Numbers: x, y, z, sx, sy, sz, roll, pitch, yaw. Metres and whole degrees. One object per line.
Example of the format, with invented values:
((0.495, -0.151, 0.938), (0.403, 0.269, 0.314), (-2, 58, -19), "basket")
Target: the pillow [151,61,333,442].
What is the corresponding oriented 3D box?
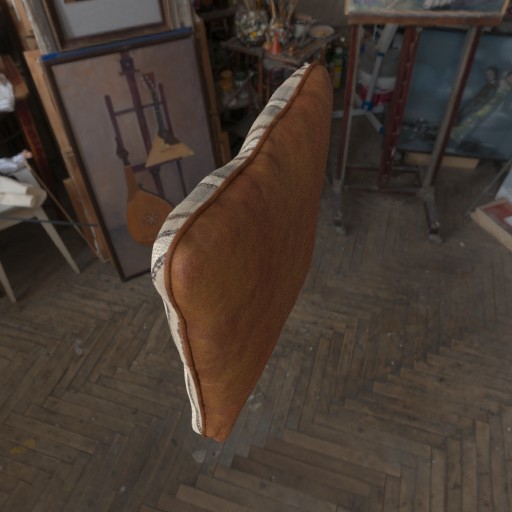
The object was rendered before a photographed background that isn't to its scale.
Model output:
((0.000, 0.000, 0.746), (0.130, 0.490, 0.489), (18, 50, 16), "pillow")
